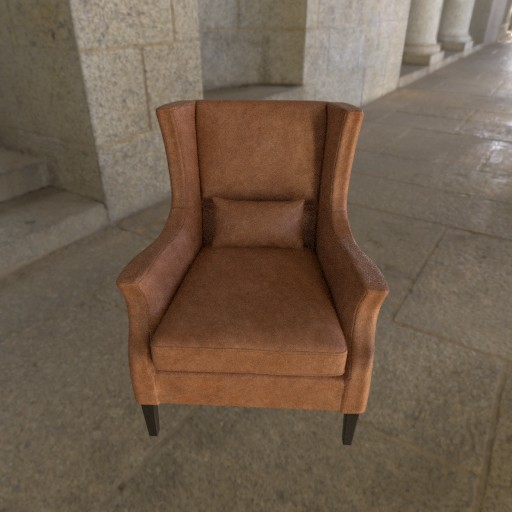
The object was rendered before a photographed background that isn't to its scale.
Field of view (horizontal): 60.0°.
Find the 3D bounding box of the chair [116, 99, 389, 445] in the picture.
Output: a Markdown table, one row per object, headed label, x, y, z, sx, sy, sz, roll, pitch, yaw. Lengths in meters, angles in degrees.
| label | x | y | z | sx | sy | sz | roll | pitch | yaw |
| --- | --- | --- | --- | --- | --- | --- | --- | --- | --- |
| chair | 0.000 | 0.000 | 1.686 | 0.853 | 1.016 | 0.926 | 2 | 30 | 3 |
